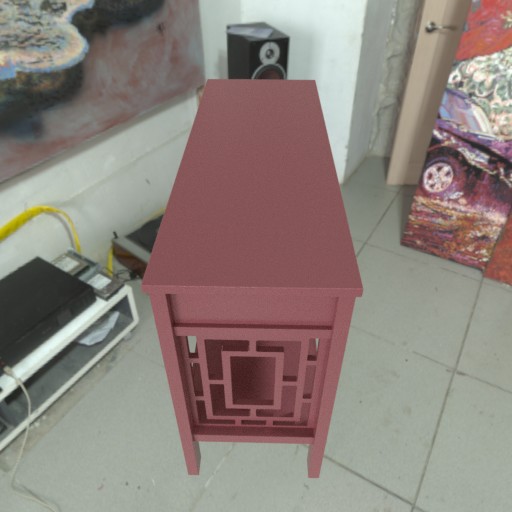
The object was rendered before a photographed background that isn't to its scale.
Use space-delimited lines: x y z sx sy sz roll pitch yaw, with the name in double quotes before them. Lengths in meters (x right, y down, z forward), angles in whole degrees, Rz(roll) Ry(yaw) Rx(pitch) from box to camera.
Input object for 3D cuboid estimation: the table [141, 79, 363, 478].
"table" 0.000 0.000 1.417 0.397 0.753 1.068 1 40 1
